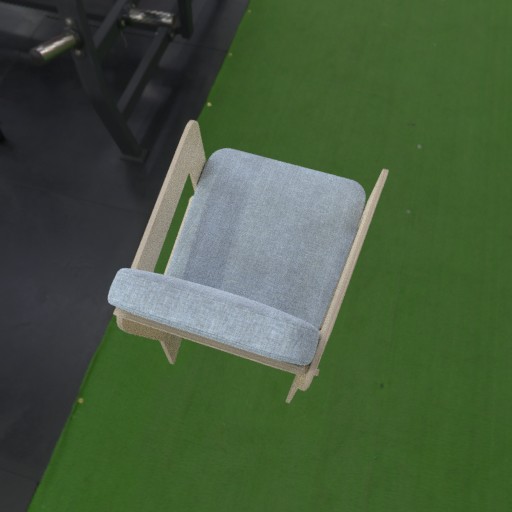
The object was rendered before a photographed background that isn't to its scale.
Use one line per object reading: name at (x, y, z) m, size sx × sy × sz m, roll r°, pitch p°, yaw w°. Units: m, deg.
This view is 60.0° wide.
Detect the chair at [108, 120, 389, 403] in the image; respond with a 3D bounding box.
chair at (0.000, 0.000, 1.298) m, size 0.590 × 0.800 × 0.710 m, roll 16°, pitch 65°, yaw 8°
